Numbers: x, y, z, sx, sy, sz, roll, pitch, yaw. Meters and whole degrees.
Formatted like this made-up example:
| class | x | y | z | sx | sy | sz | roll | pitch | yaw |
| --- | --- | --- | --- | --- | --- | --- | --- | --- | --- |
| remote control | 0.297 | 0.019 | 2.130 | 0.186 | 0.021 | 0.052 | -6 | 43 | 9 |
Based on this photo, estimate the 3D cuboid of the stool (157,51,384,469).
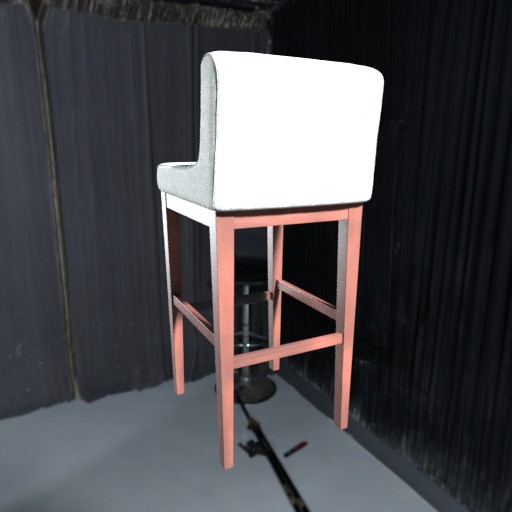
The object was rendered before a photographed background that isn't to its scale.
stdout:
| class | x | y | z | sx | sy | sz | roll | pitch | yaw |
| --- | --- | --- | --- | --- | --- | --- | --- | --- | --- |
| stool | 0.000 | 0.000 | 1.244 | 0.426 | 0.965 | 0.499 | -7 | 15 | -26 |
